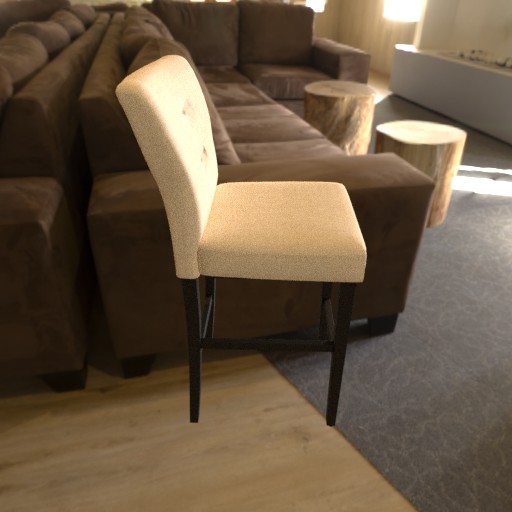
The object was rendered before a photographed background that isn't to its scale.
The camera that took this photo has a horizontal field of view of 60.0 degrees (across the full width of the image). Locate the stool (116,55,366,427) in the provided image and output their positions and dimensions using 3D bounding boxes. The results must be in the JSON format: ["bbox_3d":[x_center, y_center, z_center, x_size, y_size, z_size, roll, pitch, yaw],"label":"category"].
[{"bbox_3d":[0.000,0.000,1.411,0.603,1.124,0.516,1,32,2],"label":"stool"}]
